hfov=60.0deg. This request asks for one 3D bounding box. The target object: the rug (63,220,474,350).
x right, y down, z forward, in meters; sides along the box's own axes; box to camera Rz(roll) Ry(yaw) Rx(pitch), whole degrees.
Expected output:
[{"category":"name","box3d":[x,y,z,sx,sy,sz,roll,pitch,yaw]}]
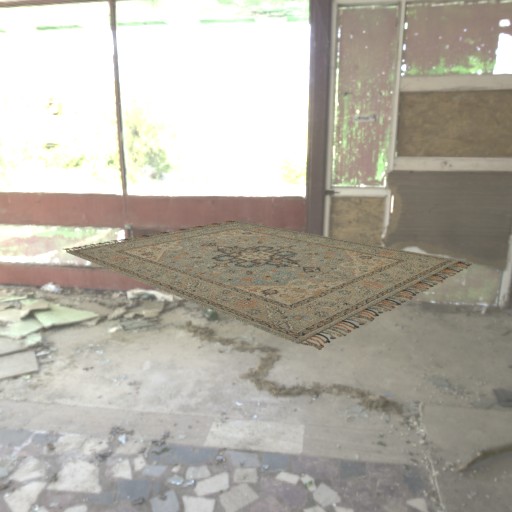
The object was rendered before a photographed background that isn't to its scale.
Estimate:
[{"category":"rug","box3d":[0.000,0.000,3.498,2.651,0.010,1.971,14,20,42]}]
